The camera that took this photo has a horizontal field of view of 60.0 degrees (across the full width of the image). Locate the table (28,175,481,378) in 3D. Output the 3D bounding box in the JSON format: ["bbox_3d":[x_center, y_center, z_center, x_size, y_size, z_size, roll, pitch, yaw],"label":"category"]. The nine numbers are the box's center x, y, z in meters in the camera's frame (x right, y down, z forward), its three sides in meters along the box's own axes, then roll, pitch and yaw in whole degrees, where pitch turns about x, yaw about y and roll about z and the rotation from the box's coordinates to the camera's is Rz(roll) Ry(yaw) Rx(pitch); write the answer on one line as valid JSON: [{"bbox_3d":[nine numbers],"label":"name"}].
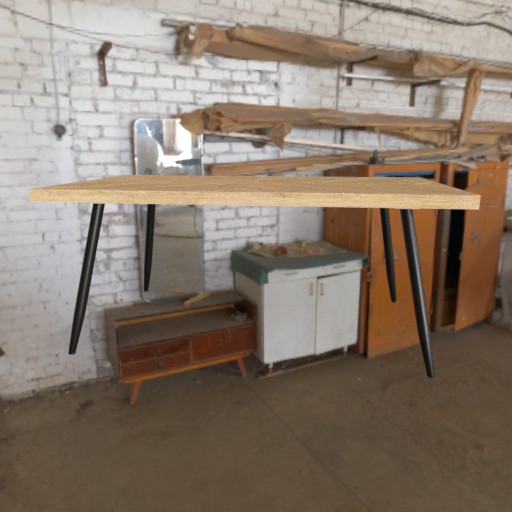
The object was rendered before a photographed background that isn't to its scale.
[{"bbox_3d":[0.000,0.000,2.318,1.803,0.762,0.991,2,14,7],"label":"table"}]
